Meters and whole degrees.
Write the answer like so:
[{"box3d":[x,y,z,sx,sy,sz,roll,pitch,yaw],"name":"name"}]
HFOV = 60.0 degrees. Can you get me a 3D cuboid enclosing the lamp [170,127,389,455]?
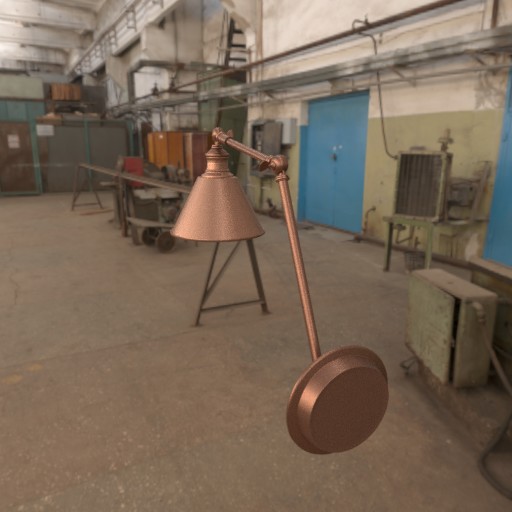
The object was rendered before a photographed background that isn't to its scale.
[{"box3d":[0.000,0.000,0.880,0.223,0.502,0.624,-7,16,-26],"name":"lamp"}]
